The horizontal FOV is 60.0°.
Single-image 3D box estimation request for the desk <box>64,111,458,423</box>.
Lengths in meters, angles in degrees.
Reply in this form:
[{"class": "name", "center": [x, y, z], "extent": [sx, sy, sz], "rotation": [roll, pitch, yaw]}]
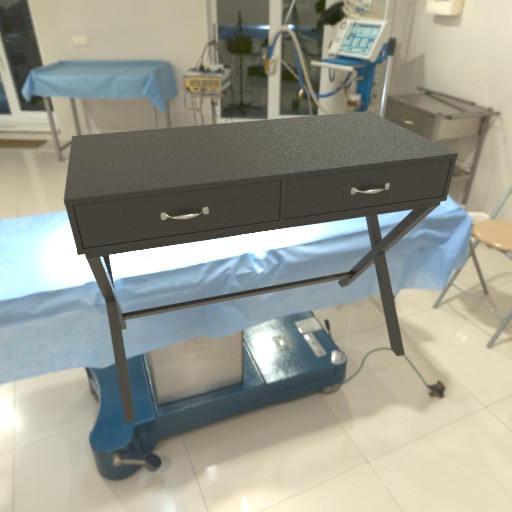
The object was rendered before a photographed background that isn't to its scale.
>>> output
[{"class": "desk", "center": [0.000, 0.000, 1.532], "extent": [1.057, 0.780, 0.525], "rotation": [-9, 33, -15]}]
